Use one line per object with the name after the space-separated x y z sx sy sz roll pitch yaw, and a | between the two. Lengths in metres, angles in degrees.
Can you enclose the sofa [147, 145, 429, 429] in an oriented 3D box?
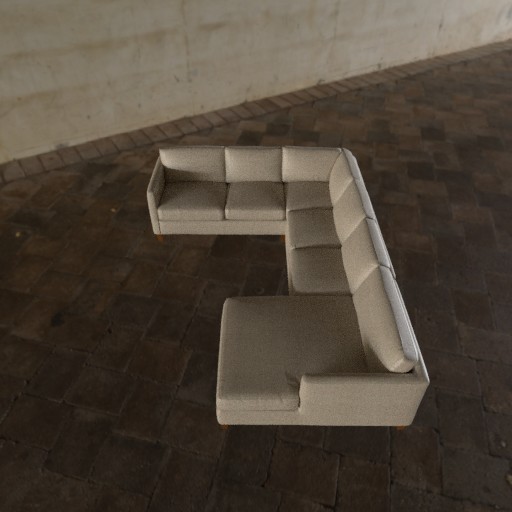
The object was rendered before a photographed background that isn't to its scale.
0.000 0.000 4.671 2.594 0.961 3.460 0 41 0 | sofa
